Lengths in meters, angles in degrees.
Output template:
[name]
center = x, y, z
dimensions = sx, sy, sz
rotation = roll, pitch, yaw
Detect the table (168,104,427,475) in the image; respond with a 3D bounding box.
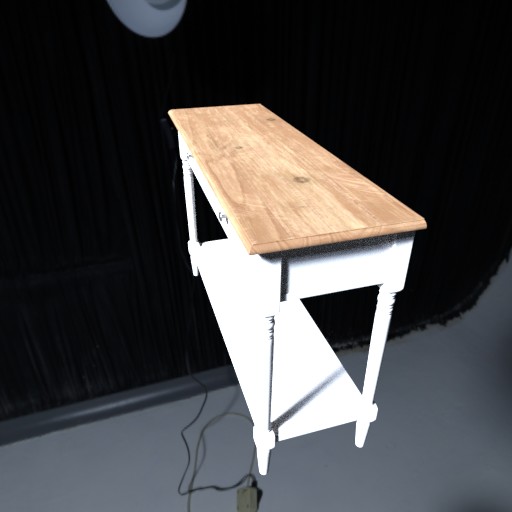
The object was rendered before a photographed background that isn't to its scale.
[table]
center = 0.000, 0.000, 1.603
dimensions = 0.399, 0.800, 1.219
rotation = -9, 32, -14
